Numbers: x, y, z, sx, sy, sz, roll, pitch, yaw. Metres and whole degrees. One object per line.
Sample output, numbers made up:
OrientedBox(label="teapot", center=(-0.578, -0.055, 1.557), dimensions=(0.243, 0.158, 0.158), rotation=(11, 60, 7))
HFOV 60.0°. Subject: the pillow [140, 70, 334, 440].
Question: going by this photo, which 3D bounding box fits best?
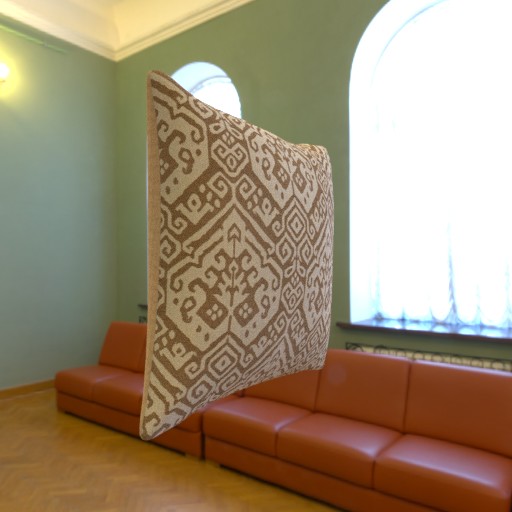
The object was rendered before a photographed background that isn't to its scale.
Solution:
OrientedBox(label="pillow", center=(0.000, 0.000, 0.647), dimensions=(0.173, 0.407, 0.419), rotation=(-1, -1, 36))
